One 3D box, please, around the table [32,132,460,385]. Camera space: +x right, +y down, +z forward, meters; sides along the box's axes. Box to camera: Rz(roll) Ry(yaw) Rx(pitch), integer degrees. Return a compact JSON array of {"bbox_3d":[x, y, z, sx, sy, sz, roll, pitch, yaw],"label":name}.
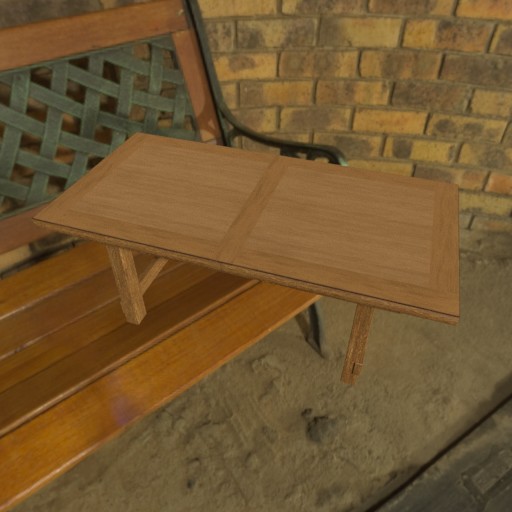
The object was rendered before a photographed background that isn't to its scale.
[{"bbox_3d":[0.000,0.000,2.533,1.982,0.762,1.000,13,43,14],"label":"table"}]
